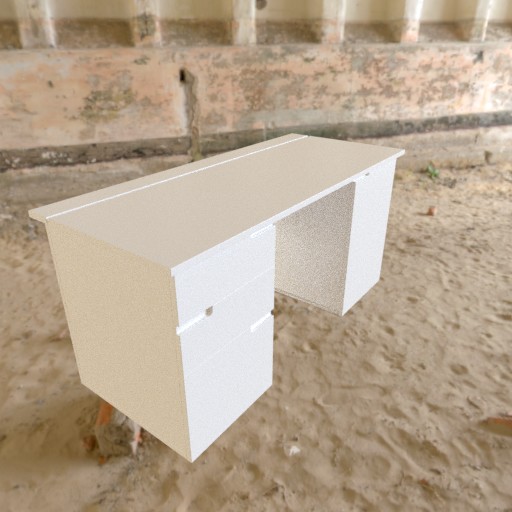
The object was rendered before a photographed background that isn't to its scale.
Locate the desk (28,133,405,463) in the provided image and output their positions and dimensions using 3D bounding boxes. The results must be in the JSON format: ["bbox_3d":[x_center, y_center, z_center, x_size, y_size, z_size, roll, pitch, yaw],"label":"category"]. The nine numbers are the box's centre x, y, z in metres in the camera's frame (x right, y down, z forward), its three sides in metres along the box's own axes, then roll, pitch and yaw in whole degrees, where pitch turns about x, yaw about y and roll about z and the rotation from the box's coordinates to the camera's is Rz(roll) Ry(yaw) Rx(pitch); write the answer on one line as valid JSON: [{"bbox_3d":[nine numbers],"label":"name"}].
[{"bbox_3d":[0.000,0.000,1.998,0.670,0.760,1.580,19,32,33],"label":"desk"}]
